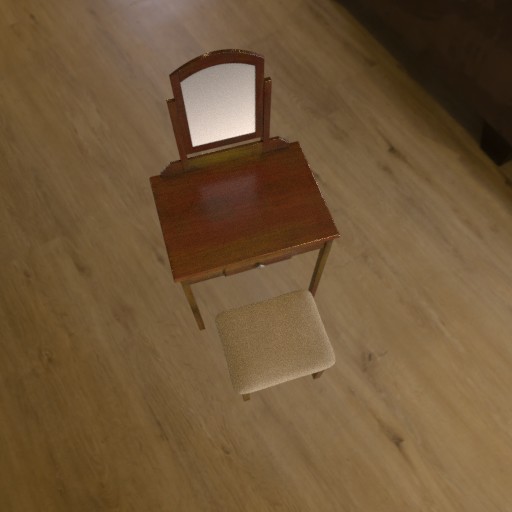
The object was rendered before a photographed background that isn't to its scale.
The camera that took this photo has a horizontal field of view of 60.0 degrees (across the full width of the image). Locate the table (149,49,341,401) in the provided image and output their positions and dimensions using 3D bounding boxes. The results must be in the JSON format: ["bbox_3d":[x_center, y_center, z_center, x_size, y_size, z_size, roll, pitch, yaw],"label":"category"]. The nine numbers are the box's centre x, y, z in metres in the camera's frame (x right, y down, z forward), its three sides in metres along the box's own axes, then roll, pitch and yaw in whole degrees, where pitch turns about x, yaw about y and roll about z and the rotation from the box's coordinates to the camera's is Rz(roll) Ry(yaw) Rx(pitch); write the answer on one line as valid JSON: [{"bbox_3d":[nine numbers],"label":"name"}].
[{"bbox_3d":[0.000,0.000,2.336,0.876,1.631,1.211,-15,65,-7],"label":"table"}]
